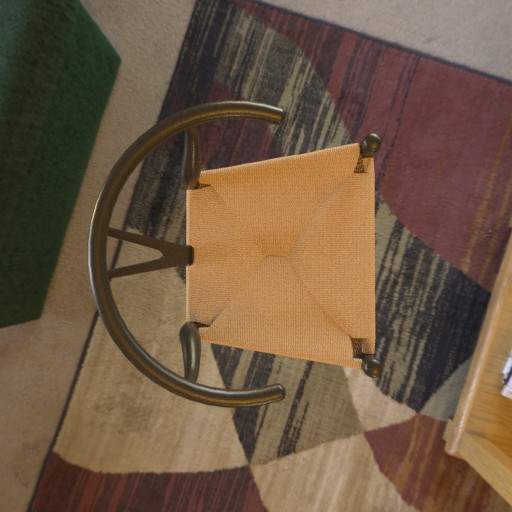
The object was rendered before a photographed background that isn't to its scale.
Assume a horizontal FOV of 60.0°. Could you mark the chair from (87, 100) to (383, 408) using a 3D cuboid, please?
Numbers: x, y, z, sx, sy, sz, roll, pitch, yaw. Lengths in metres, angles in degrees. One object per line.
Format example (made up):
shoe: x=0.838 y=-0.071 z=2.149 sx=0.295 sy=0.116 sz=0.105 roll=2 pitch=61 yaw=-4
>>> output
chair: x=0.000 y=0.000 z=1.123 sx=0.570 sy=0.739 sz=0.570 roll=0 pitch=89 yaw=1
